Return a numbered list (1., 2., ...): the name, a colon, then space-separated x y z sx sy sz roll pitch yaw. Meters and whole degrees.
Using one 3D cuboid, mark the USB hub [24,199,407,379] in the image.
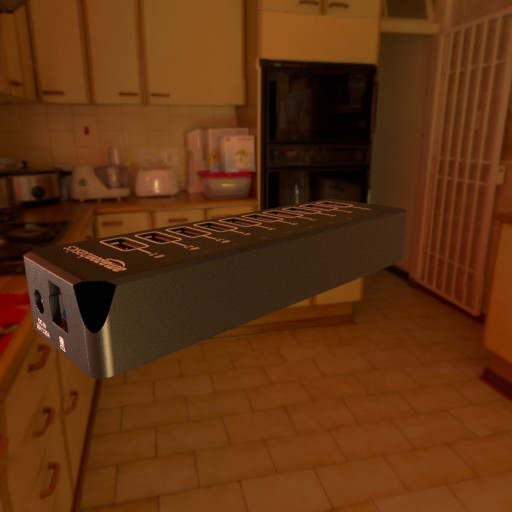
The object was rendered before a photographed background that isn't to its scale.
1. USB hub: 0.000 0.000 0.162 0.145 0.023 0.044 -15 22 -42
